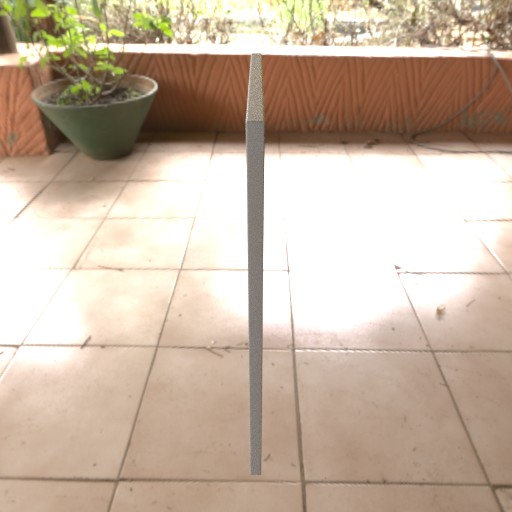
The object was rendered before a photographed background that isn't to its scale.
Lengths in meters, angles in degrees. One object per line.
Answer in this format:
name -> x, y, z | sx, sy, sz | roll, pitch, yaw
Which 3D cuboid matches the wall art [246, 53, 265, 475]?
wall art -> 0.000, 0.000, 1.591 | 0.038, 1.212, 0.914 | 0, 32, 0
